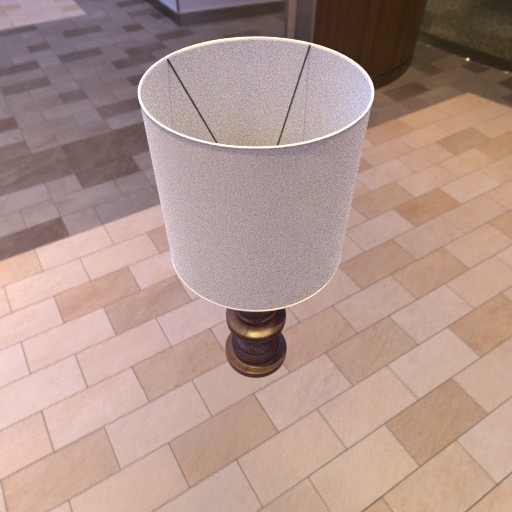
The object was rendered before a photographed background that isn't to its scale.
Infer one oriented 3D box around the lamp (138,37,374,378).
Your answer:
[{"bbox_3d":[0.000,0.000,0.563,0.208,0.455,0.208,9,48,8],"label":"lamp"}]
